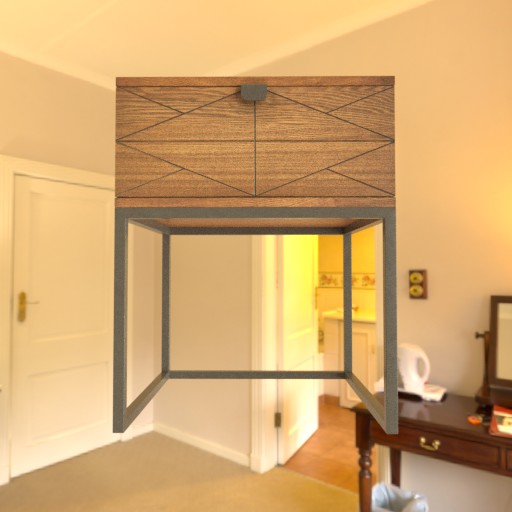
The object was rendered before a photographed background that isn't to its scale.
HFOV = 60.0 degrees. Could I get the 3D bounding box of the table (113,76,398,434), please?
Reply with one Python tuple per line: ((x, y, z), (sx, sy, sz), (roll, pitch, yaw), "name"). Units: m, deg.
((0.000, 0.000, 0.942), (0.482, 0.610, 0.400), (0, -2, 1), "table")
